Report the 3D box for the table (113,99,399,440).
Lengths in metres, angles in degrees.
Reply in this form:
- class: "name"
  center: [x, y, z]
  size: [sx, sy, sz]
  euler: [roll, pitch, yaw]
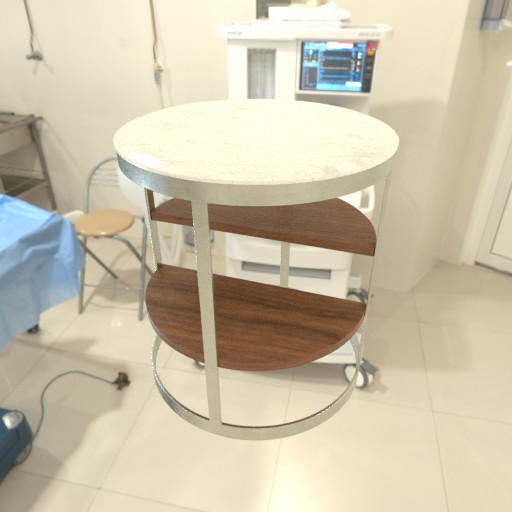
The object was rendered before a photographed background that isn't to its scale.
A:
- class: "table"
  center: [0.000, 0.000, 0.766]
  size: [0.407, 0.447, 0.407]
  euler: [0, 31, 0]
